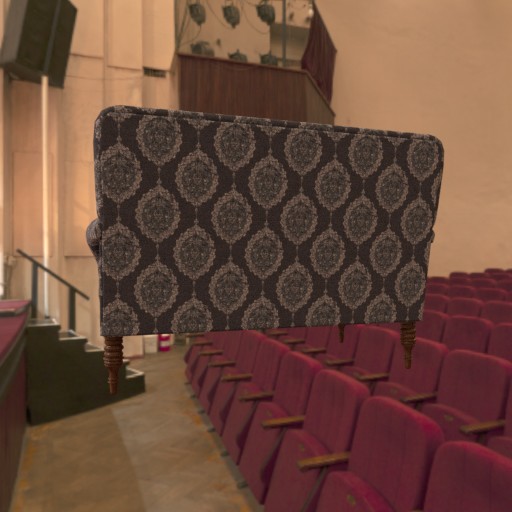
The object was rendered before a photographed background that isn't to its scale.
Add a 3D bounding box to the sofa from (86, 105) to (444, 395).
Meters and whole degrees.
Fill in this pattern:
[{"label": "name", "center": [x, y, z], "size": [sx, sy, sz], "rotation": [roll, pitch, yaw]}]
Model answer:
[{"label": "sofa", "center": [0.000, 0.000, 1.777], "size": [1.297, 0.867, 0.779], "rotation": [0, 0, -17]}]
